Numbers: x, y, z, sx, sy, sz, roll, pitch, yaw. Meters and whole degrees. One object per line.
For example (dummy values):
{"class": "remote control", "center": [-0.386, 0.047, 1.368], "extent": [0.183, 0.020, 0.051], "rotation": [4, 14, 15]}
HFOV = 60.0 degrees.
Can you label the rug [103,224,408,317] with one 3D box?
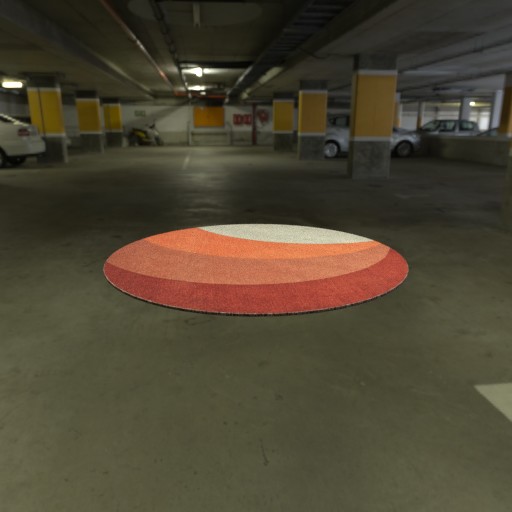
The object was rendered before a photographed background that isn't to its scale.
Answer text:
{"class": "rug", "center": [0.000, 0.000, 2.316], "extent": [1.514, 0.015, 1.514], "rotation": [0, 16, 0]}
